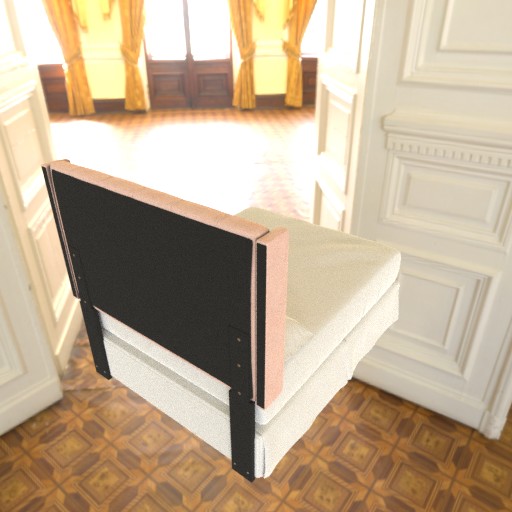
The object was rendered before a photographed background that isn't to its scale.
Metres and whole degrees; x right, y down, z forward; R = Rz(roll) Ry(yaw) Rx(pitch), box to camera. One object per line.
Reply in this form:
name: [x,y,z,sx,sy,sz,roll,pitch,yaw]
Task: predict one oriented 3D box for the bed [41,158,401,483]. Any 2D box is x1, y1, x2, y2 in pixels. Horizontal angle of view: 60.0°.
bed: [0.000,0.000,3.344,1.719,1.665,2.066,21,36,32]
